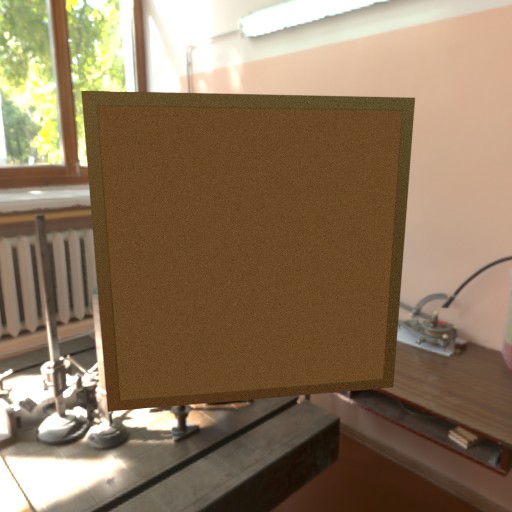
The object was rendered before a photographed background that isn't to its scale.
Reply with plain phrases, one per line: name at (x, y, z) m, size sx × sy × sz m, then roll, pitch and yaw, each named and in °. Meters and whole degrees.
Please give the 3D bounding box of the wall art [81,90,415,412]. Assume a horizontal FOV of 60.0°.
wall art at (0.000, 0.000, 1.876) m, size 1.284 × 1.284 × 0.095 m, roll -2°, pitch 13°, yaw -9°
